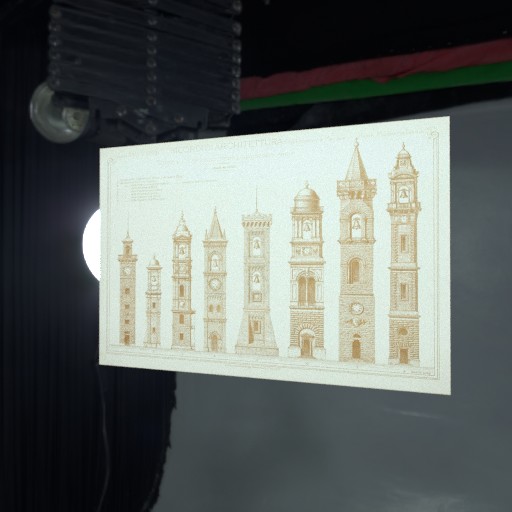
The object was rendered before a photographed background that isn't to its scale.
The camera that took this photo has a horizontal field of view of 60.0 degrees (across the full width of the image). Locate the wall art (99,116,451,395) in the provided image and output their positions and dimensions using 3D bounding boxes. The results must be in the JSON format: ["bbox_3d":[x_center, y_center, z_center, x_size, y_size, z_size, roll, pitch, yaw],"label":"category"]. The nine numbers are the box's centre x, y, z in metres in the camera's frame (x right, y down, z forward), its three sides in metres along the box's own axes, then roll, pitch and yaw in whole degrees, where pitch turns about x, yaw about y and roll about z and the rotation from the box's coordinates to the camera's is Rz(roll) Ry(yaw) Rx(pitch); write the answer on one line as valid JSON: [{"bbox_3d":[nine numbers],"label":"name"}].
[{"bbox_3d":[0.000,0.000,0.761,0.609,0.407,0.039,0,-1,18],"label":"wall art"}]
